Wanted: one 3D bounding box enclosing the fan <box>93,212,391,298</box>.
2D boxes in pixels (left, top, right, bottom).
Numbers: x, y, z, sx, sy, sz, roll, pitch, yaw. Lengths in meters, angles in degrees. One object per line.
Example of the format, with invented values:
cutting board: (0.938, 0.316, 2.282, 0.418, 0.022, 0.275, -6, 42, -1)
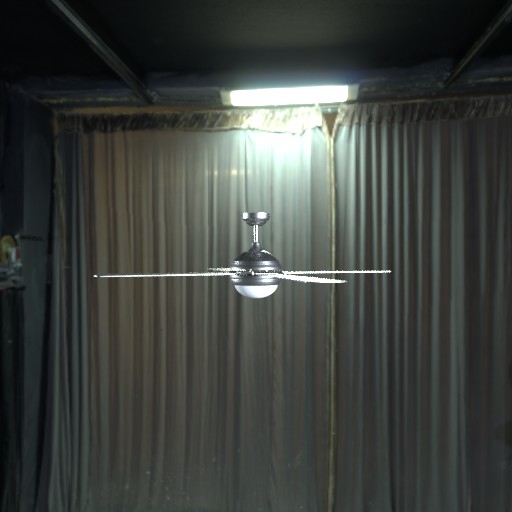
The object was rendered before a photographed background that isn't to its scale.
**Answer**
fan: (0.000, 0.000, 2.008, 1.321, 0.381, 1.321, 0, 0, 1)
